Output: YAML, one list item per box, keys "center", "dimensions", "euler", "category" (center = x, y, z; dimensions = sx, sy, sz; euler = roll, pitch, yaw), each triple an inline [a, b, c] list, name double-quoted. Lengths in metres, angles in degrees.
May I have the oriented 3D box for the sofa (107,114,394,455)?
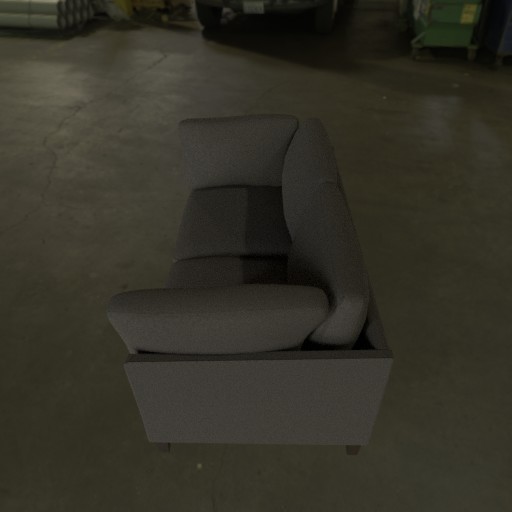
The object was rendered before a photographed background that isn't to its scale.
- center: [0.000, 0.000, 2.315]
  dimensions: [0.969, 0.920, 1.751]
  euler: [1, 39, 1]
  category: "sofa"
